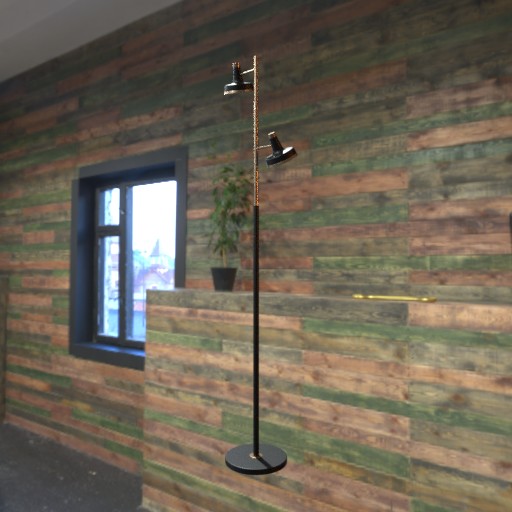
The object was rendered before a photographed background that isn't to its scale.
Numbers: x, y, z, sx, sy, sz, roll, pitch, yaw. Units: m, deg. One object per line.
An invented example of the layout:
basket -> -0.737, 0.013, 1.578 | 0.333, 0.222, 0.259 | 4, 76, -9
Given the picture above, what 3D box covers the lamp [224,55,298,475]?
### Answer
lamp -> 0.000, 0.000, 1.833 | 0.351, 1.674, 0.253 | -1, -2, 36
